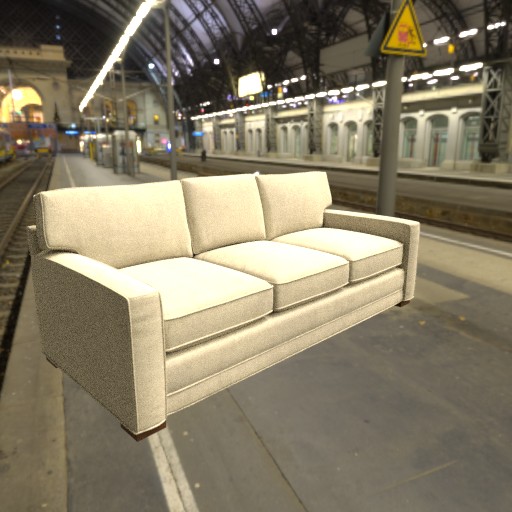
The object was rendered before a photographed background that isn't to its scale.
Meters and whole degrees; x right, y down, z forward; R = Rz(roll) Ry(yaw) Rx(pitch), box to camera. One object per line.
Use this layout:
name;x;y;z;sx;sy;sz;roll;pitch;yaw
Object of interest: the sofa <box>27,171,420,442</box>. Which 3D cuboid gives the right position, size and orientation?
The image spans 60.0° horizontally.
sofa;0.000;0.000;2.491;2.093;0.862;0.936;-14;19;-43
